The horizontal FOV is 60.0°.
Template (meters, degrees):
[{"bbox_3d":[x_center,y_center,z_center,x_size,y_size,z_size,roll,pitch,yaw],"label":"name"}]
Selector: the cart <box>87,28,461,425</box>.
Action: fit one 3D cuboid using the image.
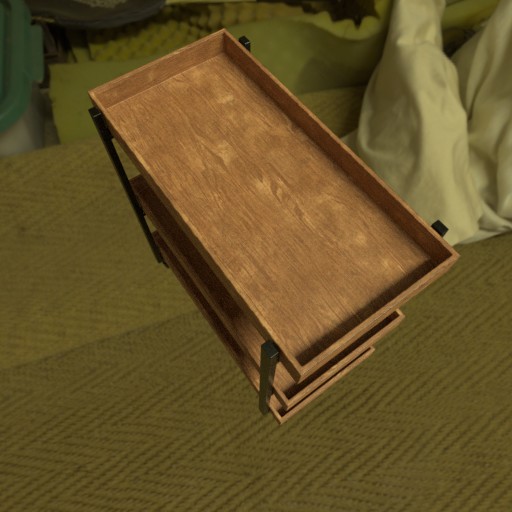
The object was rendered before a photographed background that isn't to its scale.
[{"bbox_3d":[0.000,0.000,1.229,0.411,0.800,0.750,-33,68,-15],"label":"cart"}]
